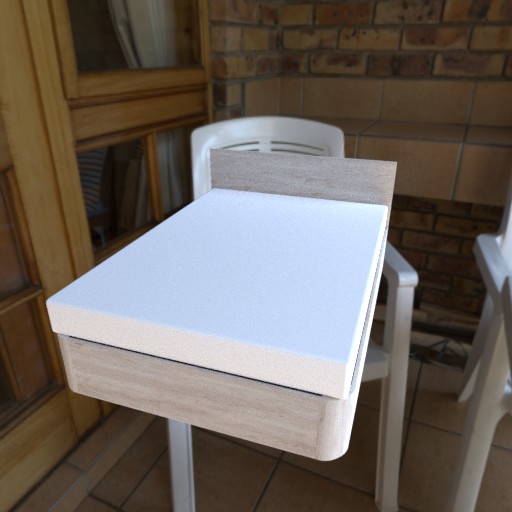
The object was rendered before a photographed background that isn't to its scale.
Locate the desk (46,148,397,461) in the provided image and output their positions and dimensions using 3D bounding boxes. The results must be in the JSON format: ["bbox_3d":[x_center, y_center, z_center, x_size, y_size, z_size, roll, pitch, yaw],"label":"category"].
[{"bbox_3d":[0.000,0.000,2.615,1.400,0.800,1.900,8,27,17],"label":"desk"}]
